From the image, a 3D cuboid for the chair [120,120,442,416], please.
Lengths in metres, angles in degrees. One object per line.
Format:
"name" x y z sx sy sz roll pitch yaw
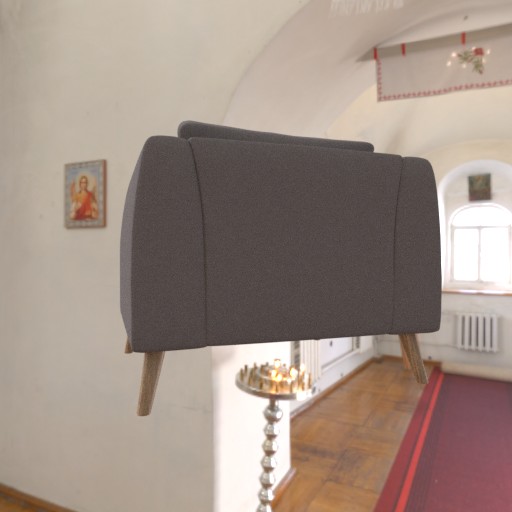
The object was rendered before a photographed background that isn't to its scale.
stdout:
"chair" 0.000 0.000 1.737 1.000 0.860 0.930 0 0 -19
